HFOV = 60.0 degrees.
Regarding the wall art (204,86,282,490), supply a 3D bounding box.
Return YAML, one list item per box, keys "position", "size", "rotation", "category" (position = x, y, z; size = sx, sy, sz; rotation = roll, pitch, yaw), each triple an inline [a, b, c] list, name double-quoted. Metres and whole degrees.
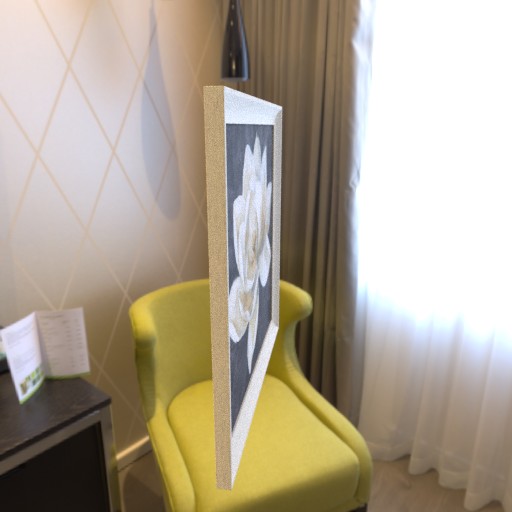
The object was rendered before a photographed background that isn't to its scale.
- position: [0.000, 0.000, 1.529]
  size: [0.045, 1.016, 1.016]
  rotation: [3, 17, 10]
  category: "wall art"
